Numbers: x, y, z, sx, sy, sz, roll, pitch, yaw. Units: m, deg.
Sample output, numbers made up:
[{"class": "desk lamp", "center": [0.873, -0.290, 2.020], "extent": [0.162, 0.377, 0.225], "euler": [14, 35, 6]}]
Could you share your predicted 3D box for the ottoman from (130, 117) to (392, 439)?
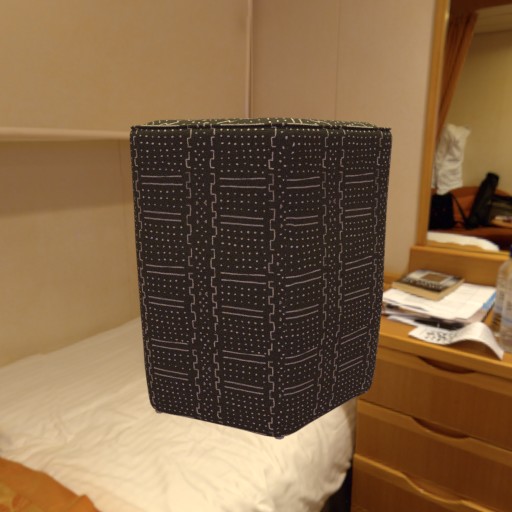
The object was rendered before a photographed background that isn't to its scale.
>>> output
[{"class": "ottoman", "center": [0.000, 0.000, 0.878], "extent": [0.443, 0.502, 0.494], "euler": [-2, 14, -10]}]
